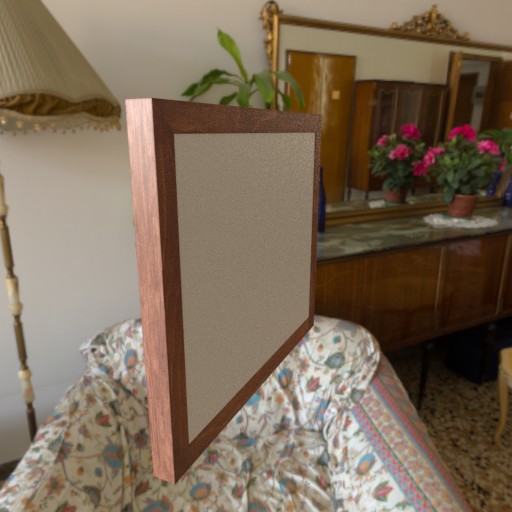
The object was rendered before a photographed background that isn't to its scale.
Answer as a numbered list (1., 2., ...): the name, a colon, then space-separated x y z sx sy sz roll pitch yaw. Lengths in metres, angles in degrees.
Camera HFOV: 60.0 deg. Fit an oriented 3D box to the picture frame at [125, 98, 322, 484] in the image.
1. picture frame: 0.000 0.000 0.525 0.025 0.330 0.381 8 17 25
